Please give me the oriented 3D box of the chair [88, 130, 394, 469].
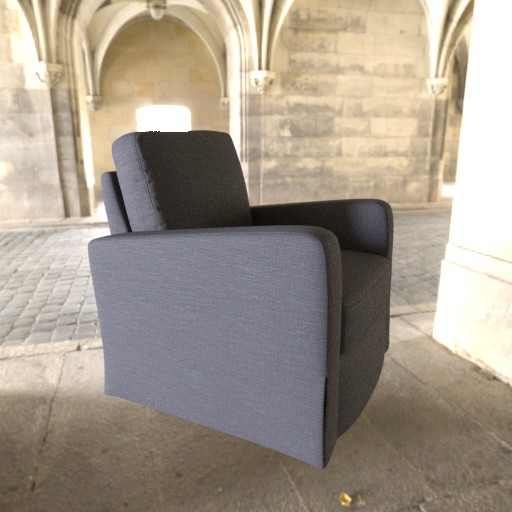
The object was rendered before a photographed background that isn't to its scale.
[{"bbox_3d":[0.000,0.000,1.532,0.863,0.855,0.798,7,16,27],"label":"chair"}]
